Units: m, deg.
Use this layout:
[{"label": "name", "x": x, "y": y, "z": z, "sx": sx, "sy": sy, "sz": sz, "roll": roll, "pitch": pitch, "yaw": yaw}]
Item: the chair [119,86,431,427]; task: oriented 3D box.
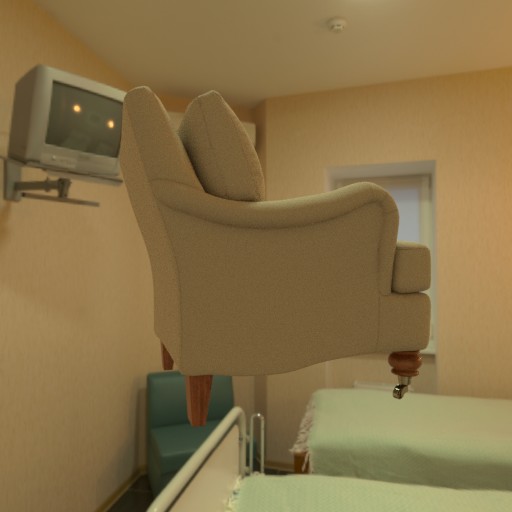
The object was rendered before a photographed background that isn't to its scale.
[{"label": "chair", "x": 0.000, "y": 0.000, "z": 1.822, "sx": 1.070, "sy": 1.038, "sz": 0.955, "roll": 0, "pitch": -1, "yaw": -18}]
